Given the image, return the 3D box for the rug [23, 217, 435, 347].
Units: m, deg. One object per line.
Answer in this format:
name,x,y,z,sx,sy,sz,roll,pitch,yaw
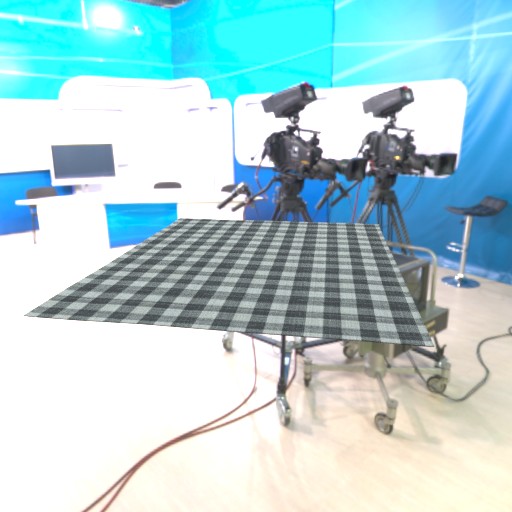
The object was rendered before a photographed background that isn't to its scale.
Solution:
rug,0.000,0.000,3.985,2.432,0.013,3.021,3,17,9
